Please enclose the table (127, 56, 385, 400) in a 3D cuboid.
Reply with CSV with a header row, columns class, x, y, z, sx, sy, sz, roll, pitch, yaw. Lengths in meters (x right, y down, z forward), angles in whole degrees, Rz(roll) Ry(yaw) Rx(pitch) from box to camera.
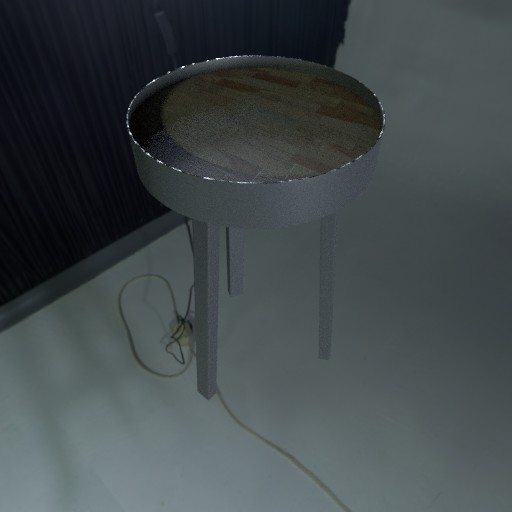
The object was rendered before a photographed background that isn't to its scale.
class,x,y,z,sx,sy,sz,roll,pitch,yaw
table,0.000,0.000,0.956,0.406,0.686,0.406,32,54,27
